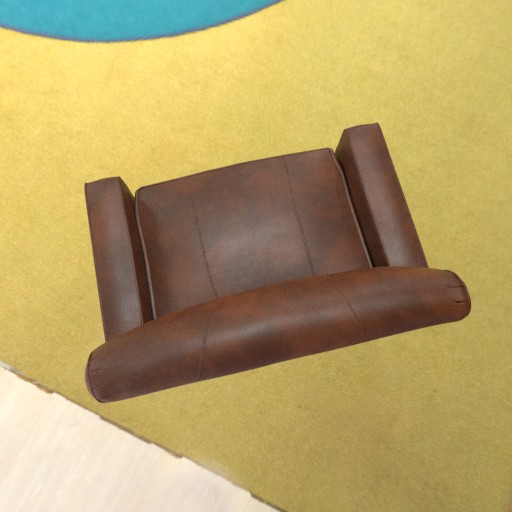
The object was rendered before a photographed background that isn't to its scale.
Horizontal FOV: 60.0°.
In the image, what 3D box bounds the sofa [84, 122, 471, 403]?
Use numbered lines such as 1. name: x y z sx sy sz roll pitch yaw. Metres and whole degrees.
1. sofa: 0.000 0.000 2.045 1.413 0.956 1.000 -13 75 -3
